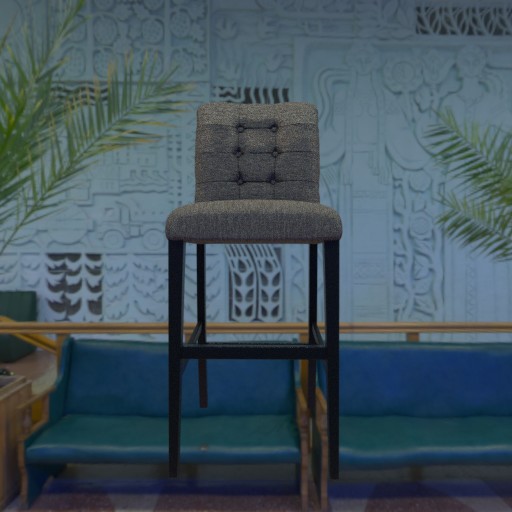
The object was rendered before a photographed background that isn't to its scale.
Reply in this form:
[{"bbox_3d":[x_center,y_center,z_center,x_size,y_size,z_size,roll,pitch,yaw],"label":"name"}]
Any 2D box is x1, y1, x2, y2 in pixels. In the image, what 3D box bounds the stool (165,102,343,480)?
[{"bbox_3d":[0.000,0.000,1.412,0.452,1.131,0.613,0,1,1],"label":"stool"}]
